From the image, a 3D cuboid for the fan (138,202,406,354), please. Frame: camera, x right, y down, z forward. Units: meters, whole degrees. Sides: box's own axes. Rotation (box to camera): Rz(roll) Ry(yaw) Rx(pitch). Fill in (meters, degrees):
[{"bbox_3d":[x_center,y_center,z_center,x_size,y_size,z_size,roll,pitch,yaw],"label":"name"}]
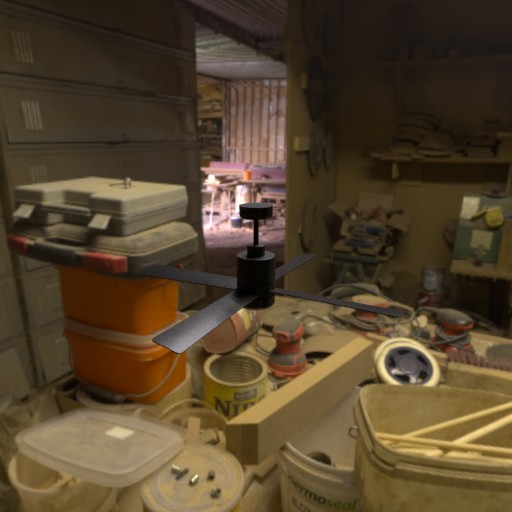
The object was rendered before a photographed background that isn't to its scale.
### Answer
[{"bbox_3d":[0.000,0.000,2.311,1.525,0.534,1.525,8,17,27],"label":"fan"}]
